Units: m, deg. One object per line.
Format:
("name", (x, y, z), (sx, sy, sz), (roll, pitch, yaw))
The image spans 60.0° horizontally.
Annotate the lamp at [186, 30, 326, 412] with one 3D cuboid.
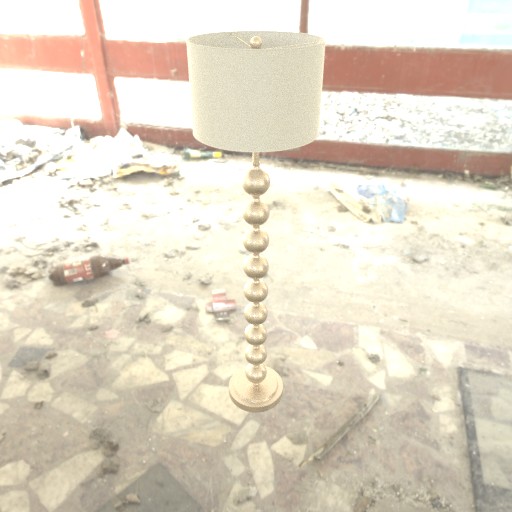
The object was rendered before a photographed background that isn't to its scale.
("lamp", (0.000, 0.000, 1.648), (0.394, 1.474, 0.394), (21, 38, 29))
